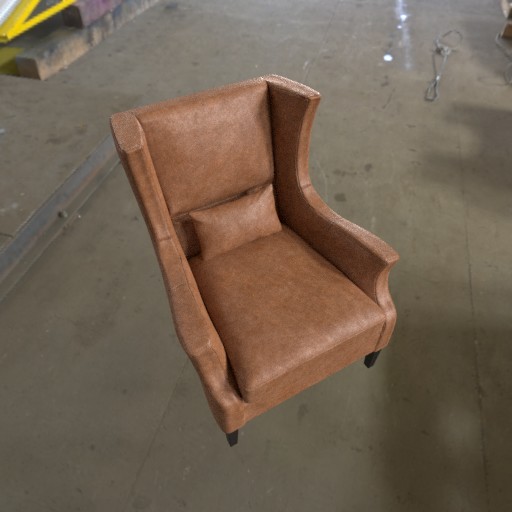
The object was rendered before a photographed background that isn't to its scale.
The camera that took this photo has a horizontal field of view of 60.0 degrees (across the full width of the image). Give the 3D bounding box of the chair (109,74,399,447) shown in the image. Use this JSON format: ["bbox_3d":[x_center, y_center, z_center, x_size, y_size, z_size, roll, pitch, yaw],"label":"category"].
[{"bbox_3d":[0.000,0.000,1.746,0.853,1.016,0.926,-23,51,-20],"label":"chair"}]
